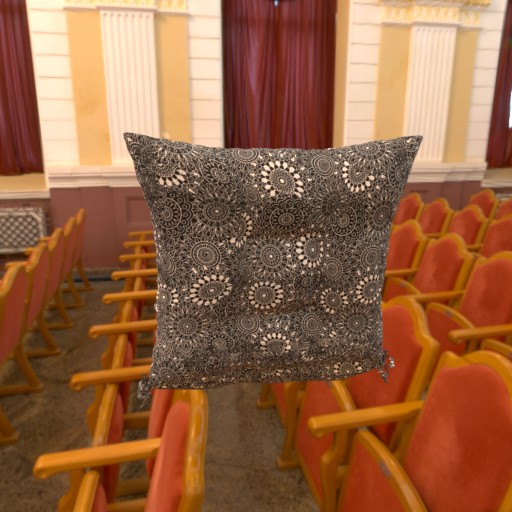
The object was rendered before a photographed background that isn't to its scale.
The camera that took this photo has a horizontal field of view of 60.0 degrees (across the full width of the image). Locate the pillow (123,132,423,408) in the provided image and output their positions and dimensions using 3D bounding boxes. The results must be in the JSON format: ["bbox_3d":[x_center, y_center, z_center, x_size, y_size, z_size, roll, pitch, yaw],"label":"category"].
[{"bbox_3d":[0.000,0.000,1.020,0.541,0.536,0.585,-3,15,-10],"label":"pillow"}]
